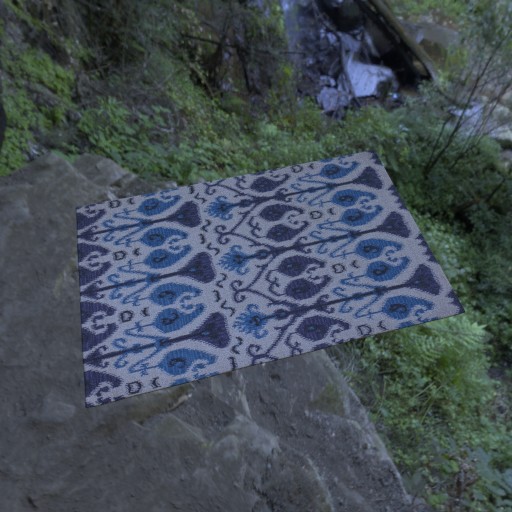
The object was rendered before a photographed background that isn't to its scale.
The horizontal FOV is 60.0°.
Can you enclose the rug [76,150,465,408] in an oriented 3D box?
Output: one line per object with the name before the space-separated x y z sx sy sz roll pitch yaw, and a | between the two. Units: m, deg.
rug | 0.000 0.000 2.176 1.698 0.013 1.072 -12 58 -8
